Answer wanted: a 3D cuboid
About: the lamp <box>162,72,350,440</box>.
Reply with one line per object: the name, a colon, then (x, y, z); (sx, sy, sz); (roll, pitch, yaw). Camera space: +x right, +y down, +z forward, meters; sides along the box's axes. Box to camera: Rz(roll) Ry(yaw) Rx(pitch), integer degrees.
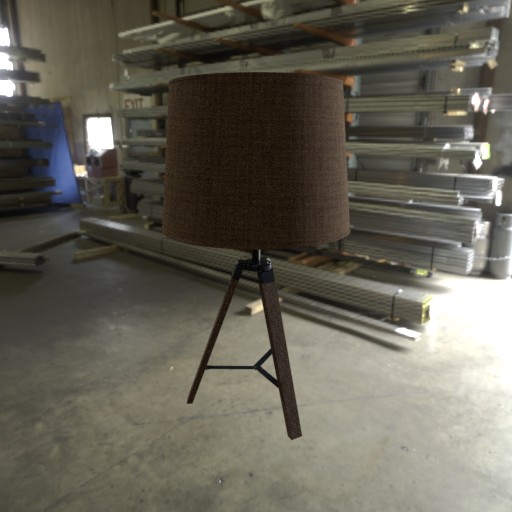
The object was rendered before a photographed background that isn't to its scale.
lamp: (0.000, 0.000, 0.707); (0.290, 0.514, 0.290); (0, 15, 0)
